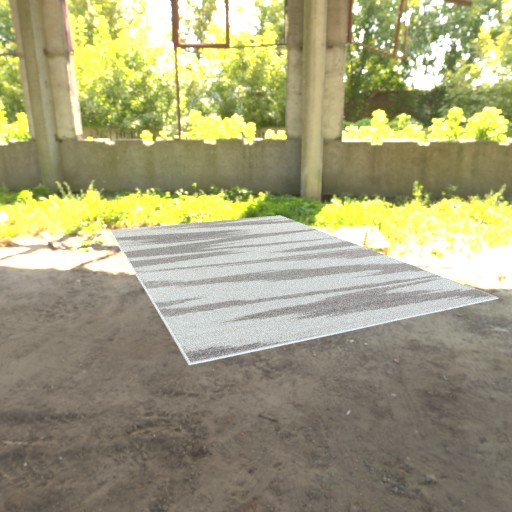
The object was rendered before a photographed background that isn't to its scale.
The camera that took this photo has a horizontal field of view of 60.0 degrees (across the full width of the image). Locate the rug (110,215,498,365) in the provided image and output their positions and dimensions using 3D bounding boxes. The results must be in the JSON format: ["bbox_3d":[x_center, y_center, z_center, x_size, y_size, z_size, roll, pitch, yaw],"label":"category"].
[{"bbox_3d":[0.000,0.000,2.258,1.225,0.008,1.827,-7,18,-23],"label":"rug"}]
